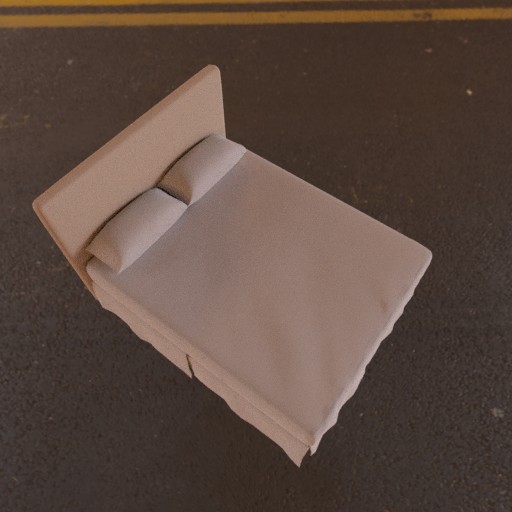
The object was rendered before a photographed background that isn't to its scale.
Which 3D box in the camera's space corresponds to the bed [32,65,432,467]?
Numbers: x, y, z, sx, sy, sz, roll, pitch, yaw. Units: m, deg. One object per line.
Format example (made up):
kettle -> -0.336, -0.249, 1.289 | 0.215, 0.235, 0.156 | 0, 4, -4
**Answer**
bed -> 0.000, 0.000, 3.190 | 2.142, 1.330, 1.748 | 32, 64, 18
